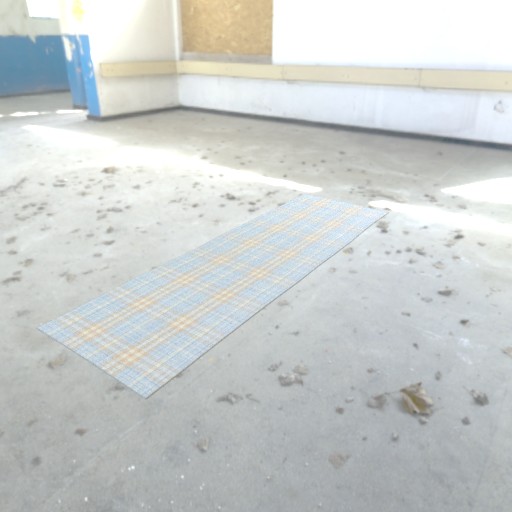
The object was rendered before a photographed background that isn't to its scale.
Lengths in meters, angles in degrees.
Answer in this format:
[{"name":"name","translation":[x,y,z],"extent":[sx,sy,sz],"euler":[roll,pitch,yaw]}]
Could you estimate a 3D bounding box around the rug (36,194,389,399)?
[{"name":"rug","translation":[0.000,0.000,2.752],"extent":[0.762,0.013,2.439],"euler":[18,32,32]}]
